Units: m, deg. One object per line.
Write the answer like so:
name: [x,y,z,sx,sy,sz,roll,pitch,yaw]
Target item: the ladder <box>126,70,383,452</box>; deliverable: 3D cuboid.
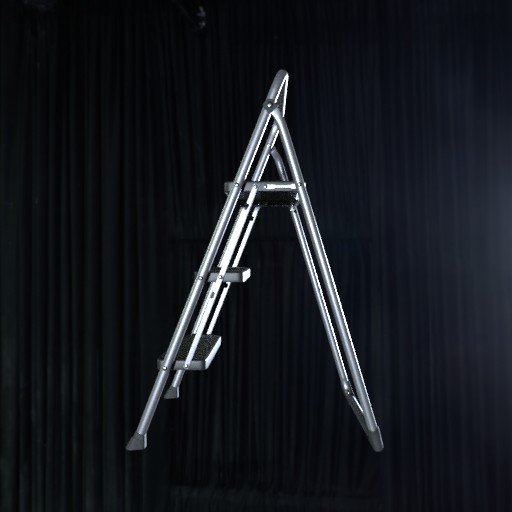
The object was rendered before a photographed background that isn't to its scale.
ladder: [0.000,0.000,1.282,0.629,0.945,0.430,0,0,2]
